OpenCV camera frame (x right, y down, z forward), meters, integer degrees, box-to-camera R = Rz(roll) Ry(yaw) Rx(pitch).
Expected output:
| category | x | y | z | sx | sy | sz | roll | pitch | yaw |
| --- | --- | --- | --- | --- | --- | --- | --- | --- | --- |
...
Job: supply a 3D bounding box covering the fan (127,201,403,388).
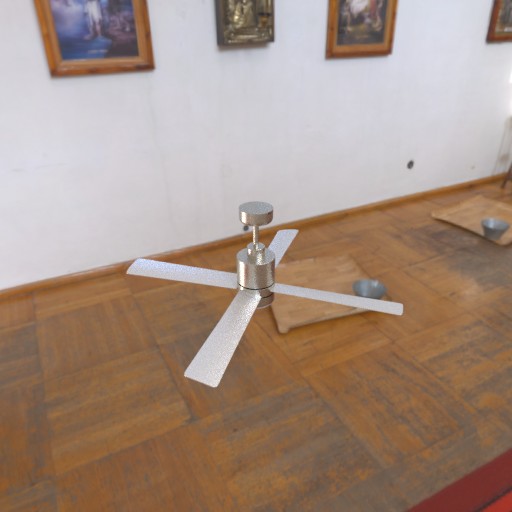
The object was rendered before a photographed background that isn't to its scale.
| category | x | y | z | sx | sy | sz | roll | pitch | yaw |
| --- | --- | --- | --- | --- | --- | --- | --- | --- | --- |
| fan | 0.000 | 0.000 | 2.314 | 1.525 | 0.539 | 1.525 | 8 | 29 | 16 |
